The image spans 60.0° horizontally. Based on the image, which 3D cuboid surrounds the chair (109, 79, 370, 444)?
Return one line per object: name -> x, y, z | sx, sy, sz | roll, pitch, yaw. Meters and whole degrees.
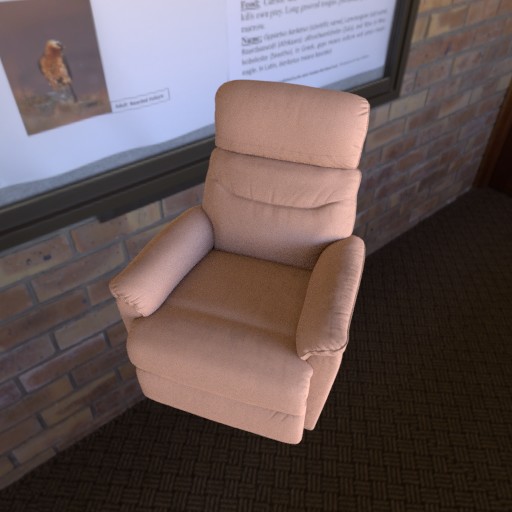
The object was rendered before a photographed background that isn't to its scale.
chair -> 0.000, 0.000, 1.722 | 0.820, 1.037, 1.004 | 12, 42, 14
